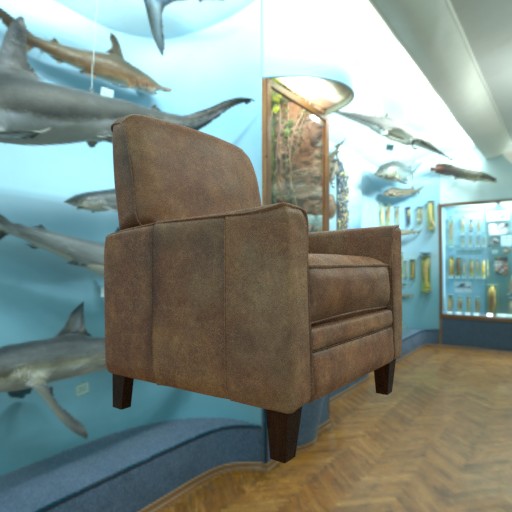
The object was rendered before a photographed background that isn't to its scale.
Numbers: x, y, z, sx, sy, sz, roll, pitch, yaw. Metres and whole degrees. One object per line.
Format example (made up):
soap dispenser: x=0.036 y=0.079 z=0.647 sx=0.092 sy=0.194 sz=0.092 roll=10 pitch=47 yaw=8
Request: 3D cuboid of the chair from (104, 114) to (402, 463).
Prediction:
chair: x=0.000 y=0.000 z=1.612 sx=0.836 sy=1.043 sz=0.843 roll=-1 pitch=-1 yaw=37
